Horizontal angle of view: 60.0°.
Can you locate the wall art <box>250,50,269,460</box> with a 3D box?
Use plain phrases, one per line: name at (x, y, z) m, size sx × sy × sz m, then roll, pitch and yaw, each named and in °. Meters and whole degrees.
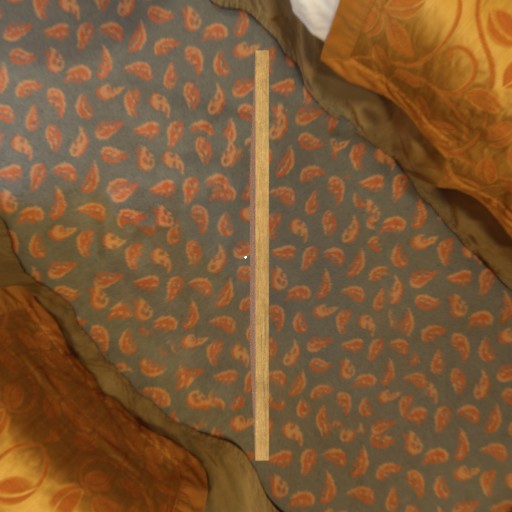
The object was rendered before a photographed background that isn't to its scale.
wall art at (0.000, 0.000, 0.919) m, size 0.018 × 0.686 × 0.534 m, roll 0°, pitch 90°, yaw -1°
